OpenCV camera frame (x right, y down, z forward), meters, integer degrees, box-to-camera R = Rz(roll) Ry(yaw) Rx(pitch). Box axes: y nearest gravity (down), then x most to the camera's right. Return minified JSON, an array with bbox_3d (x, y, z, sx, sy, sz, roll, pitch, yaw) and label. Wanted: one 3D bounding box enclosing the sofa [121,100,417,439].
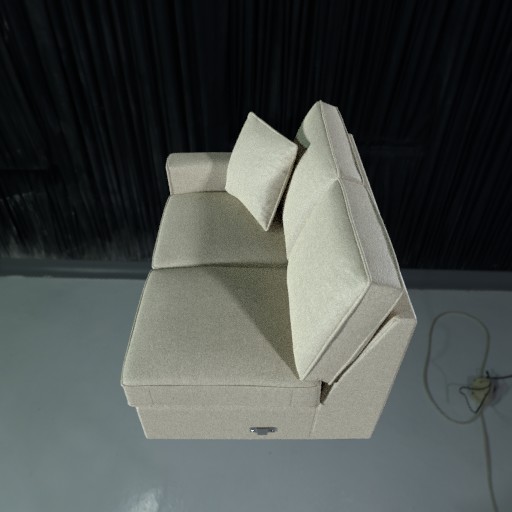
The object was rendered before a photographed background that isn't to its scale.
[{"bbox_3d":[0.000,0.000,2.059,0.991,0.989,1.388,0,42,0],"label":"sofa"}]
